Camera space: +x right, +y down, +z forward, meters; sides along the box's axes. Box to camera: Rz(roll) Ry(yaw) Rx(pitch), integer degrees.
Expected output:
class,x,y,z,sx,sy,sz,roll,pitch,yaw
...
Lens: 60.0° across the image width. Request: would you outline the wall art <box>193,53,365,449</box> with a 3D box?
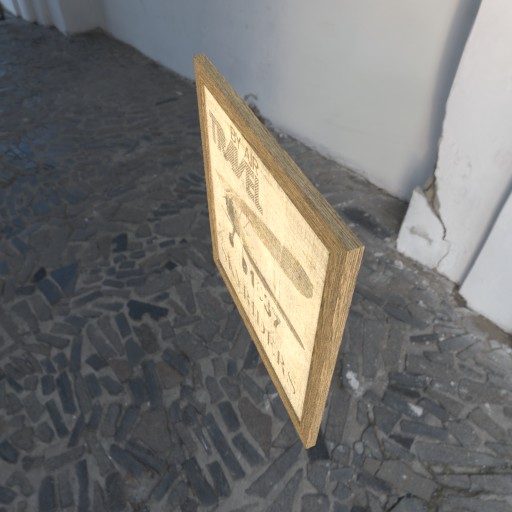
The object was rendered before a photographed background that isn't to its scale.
class,x,y,z,sx,sy,sz,roll,pitch,yaw
wall art,0.000,0.000,0.778,0.019,0.508,0.508,-17,48,-16
